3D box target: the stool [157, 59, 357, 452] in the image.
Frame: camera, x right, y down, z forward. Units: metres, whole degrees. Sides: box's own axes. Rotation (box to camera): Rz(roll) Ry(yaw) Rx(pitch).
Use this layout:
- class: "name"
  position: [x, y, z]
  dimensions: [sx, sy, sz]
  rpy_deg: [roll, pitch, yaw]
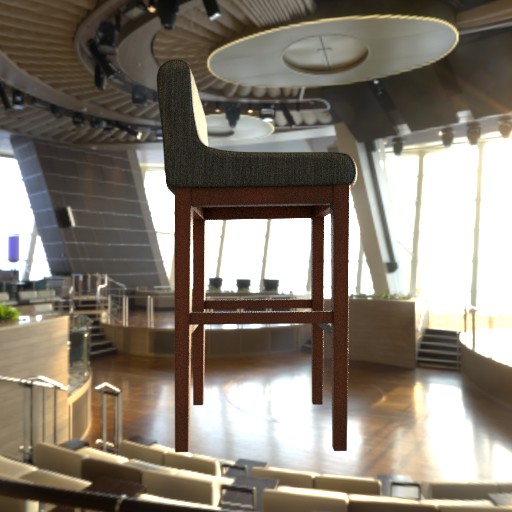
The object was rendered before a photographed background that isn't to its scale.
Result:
- class: "stool"
  position: [0.000, 0.000, 1.281]
  dimensions: [0.499, 0.965, 0.426]
  rpy_deg: [0, -1, -1]
